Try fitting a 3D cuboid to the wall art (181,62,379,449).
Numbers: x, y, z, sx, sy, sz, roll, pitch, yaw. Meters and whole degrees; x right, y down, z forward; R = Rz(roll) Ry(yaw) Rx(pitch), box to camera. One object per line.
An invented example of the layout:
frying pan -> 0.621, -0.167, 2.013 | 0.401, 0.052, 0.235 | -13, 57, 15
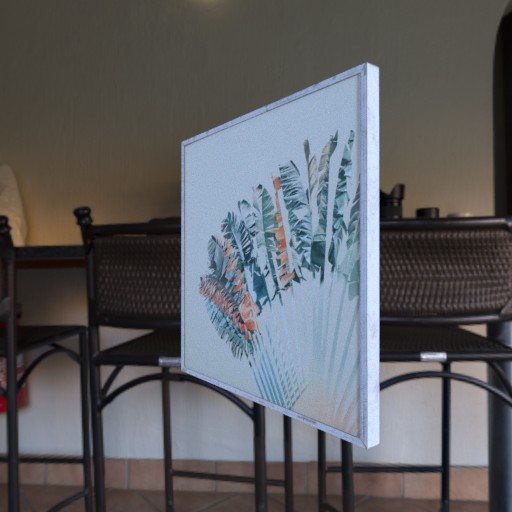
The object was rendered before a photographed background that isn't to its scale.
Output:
wall art -> 0.000, 0.000, 1.179 | 0.038, 0.757, 0.760 | 0, 0, -38
